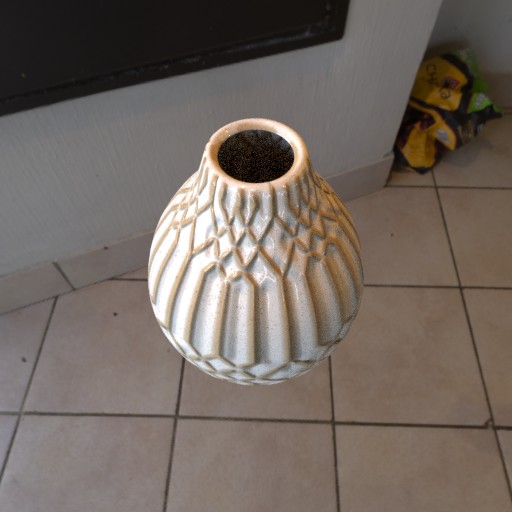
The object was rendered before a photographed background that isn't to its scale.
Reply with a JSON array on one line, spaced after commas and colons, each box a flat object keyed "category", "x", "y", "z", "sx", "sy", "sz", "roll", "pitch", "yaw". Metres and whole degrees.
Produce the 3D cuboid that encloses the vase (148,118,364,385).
[{"category": "vase", "x": 0.000, "y": 0.000, "z": 0.314, "sx": 0.159, "sy": 0.200, "sz": 0.159, "roll": 0, "pitch": 57, "yaw": 0}]
